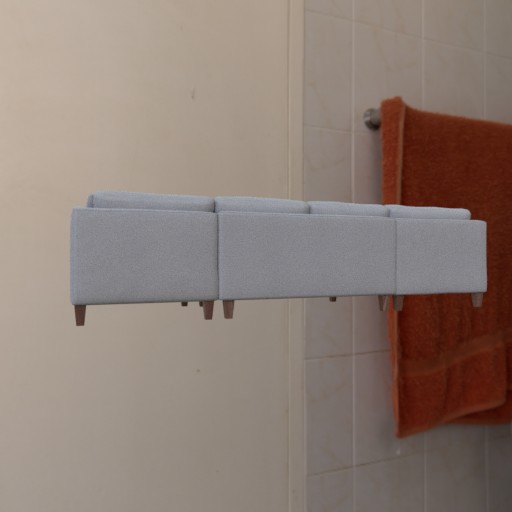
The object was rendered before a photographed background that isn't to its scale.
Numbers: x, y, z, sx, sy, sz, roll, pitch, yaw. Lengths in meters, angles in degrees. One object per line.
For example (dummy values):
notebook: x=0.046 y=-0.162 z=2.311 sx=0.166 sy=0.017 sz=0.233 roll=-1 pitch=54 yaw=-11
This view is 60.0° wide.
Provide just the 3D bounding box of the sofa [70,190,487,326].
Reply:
sofa: x=0.000 y=0.000 z=4.322 sx=3.238 sy=0.853 sz=2.551 roll=0 pitch=0 yaw=-20
